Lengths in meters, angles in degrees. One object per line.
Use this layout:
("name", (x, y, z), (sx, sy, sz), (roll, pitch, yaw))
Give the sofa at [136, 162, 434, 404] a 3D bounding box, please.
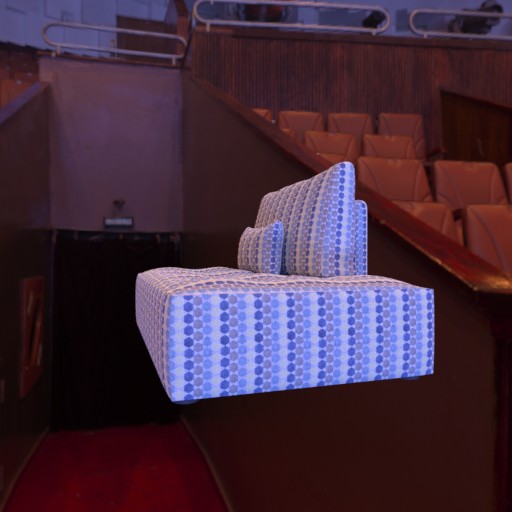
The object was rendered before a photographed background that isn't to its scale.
("sofa", (0.000, 0.000, 2.041), (1.000, 0.820, 1.450), (0, 0, -18))
